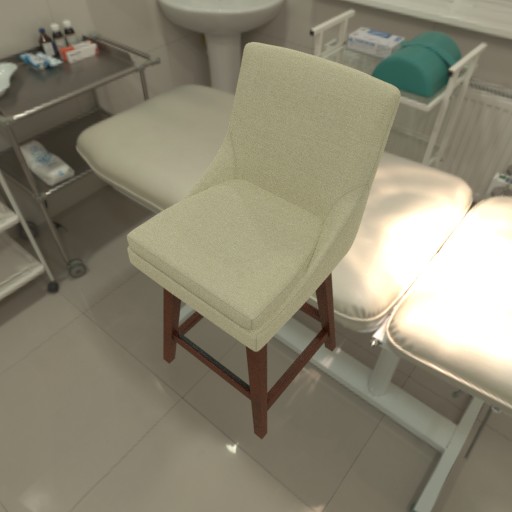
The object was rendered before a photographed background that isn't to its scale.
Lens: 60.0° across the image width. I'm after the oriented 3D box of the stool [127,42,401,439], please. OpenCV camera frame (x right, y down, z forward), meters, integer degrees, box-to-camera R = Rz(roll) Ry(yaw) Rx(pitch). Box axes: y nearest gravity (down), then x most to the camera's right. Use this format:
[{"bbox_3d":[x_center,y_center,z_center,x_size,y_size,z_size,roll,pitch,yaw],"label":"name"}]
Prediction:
[{"bbox_3d":[0.000,0.000,1.312,0.469,0.991,0.559,31,54,26],"label":"stool"}]
